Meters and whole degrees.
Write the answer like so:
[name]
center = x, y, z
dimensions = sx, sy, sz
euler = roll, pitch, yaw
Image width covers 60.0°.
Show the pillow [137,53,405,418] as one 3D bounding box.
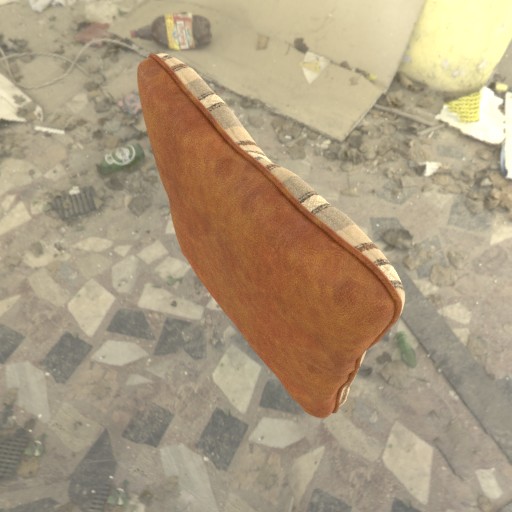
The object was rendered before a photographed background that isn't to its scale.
[pillow]
center = 0.000, 0.000, 0.713
dimensions = 0.130, 0.490, 0.489
euler = -33, 64, -18
